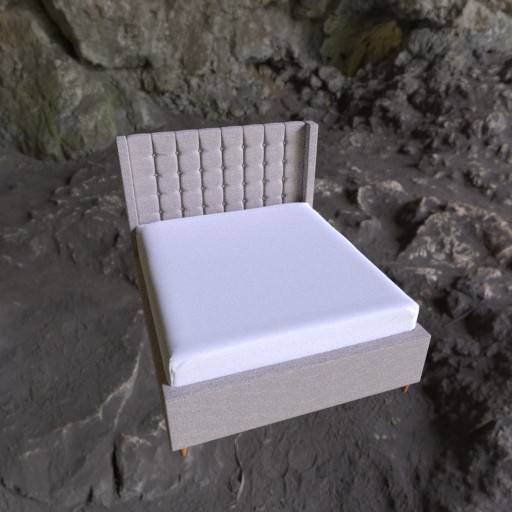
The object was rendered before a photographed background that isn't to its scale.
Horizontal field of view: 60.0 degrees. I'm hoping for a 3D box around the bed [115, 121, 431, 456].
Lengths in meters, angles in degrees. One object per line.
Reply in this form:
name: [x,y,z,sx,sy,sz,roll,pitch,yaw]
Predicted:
bed: [0.000,0.000,3.955,2.044,1.748,2.372,-10,31,-16]
